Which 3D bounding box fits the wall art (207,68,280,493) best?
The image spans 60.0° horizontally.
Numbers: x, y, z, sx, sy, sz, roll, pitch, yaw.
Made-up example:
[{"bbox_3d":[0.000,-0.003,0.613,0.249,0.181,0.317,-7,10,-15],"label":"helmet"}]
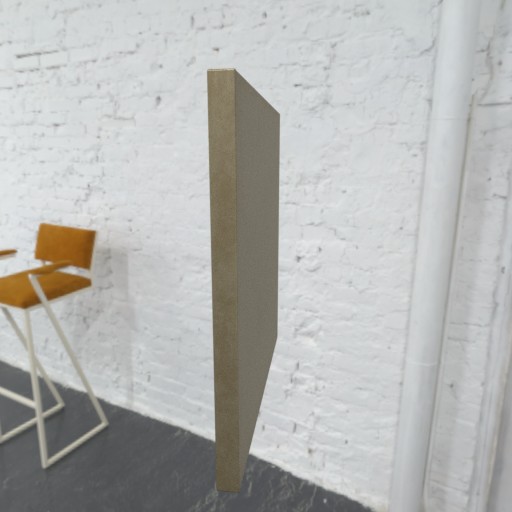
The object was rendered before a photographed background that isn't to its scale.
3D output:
[{"bbox_3d":[0.000,0.000,0.754,0.030,0.506,0.503,2,13,8],"label":"wall art"}]
